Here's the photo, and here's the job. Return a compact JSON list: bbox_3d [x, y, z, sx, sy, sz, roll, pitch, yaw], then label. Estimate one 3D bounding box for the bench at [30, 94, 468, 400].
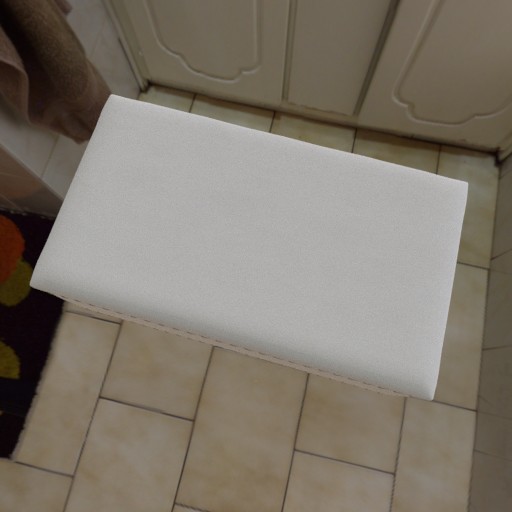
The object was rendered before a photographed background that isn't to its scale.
[{"bbox_3d":[0.000,0.000,1.175,0.887,0.449,0.500,15,75,4],"label":"bench"}]
